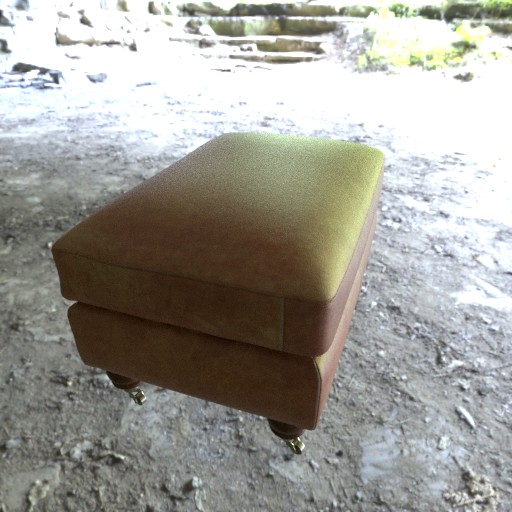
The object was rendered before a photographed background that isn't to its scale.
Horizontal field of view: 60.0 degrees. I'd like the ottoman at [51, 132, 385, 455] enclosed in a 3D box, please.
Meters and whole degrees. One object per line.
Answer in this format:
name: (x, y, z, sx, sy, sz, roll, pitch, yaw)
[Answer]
ottoman: (0.000, 0.000, 1.176, 0.565, 0.507, 0.852, 10, 32, 17)
